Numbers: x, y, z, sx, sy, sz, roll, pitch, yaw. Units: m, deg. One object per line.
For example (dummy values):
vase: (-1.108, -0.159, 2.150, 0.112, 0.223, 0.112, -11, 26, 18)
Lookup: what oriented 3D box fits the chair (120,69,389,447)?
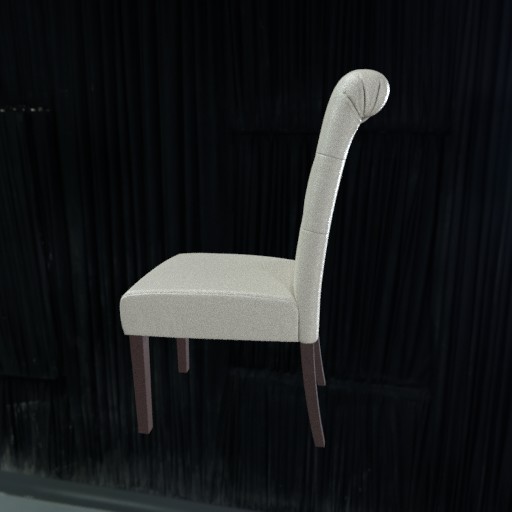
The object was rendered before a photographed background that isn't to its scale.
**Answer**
chair: (0.000, 0.000, 1.336, 0.671, 1.006, 0.456, 2, 14, 9)
